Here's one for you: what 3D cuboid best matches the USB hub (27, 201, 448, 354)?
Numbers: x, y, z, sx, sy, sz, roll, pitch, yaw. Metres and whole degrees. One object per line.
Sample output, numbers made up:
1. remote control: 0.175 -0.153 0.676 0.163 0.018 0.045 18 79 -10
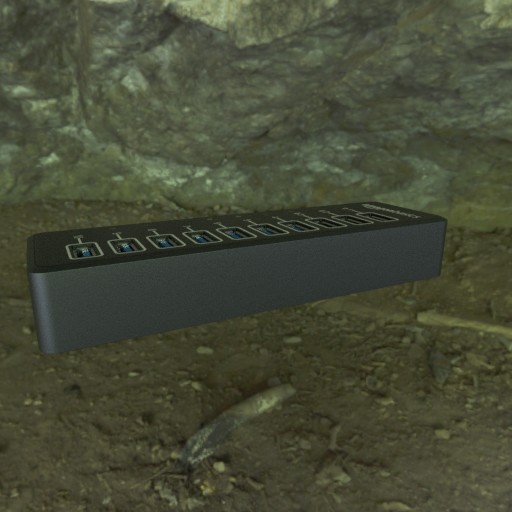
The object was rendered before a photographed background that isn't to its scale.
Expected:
1. USB hub: 0.000 0.000 0.159 0.145 0.023 0.044 -8 18 -25
